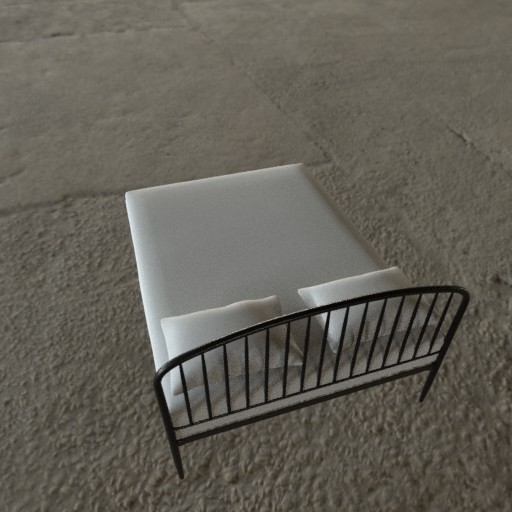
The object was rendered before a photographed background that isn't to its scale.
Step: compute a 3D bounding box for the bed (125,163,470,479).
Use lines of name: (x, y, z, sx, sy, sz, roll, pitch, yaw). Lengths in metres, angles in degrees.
bed: (0.000, 0.000, 3.086, 1.618, 1.166, 2.159, -12, 42, -14)
